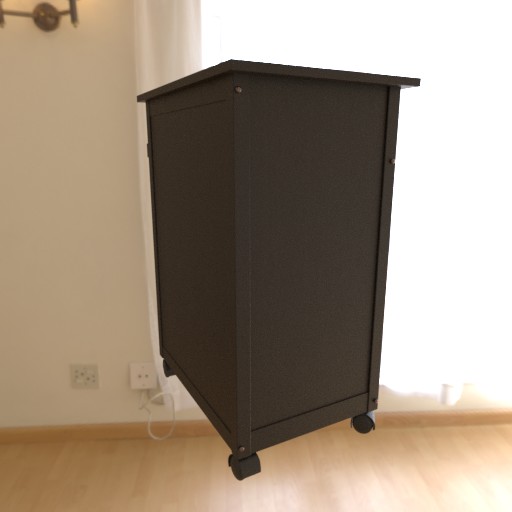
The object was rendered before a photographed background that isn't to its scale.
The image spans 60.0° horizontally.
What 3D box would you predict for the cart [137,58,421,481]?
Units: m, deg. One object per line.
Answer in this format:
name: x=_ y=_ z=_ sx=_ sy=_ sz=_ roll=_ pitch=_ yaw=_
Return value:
cart: x=0.000 y=0.000 z=1.236 sx=0.456 sy=0.879 sz=0.660 roll=-7 pitch=16 yaw=-28
